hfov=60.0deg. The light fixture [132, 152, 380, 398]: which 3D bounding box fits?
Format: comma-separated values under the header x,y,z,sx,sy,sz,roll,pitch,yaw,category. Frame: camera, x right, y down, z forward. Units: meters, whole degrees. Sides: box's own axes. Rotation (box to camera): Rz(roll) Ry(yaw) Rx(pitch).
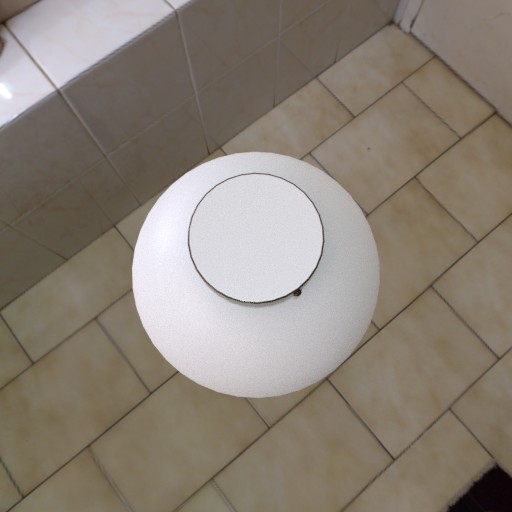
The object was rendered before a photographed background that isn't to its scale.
x,y,z,sx,sy,sz,roll,pitch,yaw,category
0.000,0.000,0.565,0.355,0.177,0.355,0,75,0,light fixture
